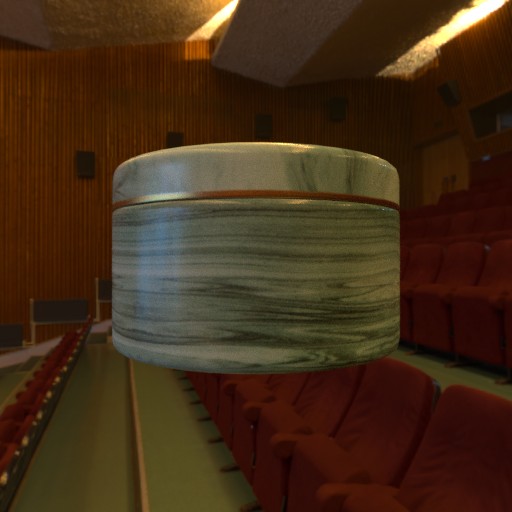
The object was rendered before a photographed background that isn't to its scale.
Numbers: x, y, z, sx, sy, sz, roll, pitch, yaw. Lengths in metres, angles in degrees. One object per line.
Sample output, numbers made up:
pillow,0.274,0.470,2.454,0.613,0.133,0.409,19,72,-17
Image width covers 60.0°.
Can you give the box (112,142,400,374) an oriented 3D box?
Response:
box,0.000,0.000,0.164,0.101,0.063,0.101,0,0,0
